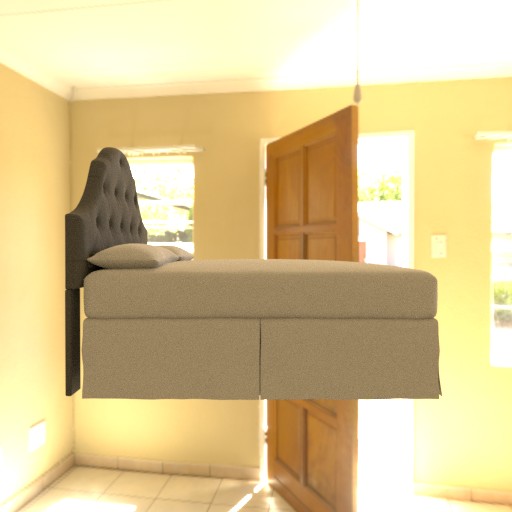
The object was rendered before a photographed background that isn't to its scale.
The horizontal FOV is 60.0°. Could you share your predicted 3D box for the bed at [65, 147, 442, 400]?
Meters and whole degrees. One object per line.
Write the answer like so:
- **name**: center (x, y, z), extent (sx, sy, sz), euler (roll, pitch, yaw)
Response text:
- **bed**: center (0.000, 0.000, 3.258), extent (2.155, 1.575, 1.636), euler (0, 1, 0)
